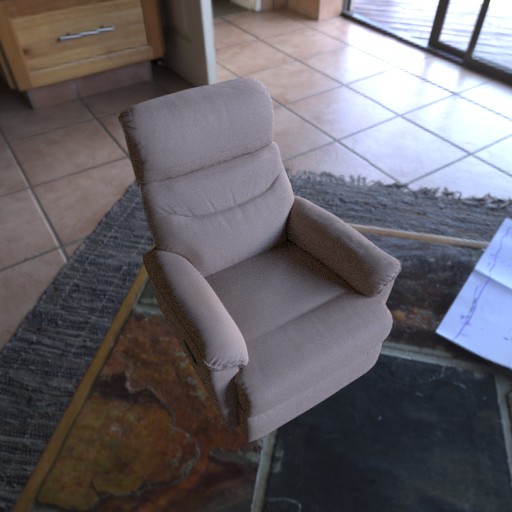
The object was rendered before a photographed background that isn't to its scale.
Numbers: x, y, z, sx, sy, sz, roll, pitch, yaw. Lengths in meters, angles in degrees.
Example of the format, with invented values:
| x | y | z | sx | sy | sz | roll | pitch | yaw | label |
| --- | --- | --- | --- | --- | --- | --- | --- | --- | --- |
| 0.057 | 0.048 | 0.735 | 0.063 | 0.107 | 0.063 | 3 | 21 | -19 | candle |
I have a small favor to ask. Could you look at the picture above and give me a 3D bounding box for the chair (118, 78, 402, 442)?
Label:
| x | y | z | sx | sy | sz | roll | pitch | yaw | label |
| --- | --- | --- | --- | --- | --- | --- | --- | --- | --- |
| 0.000 | 0.000 | 1.758 | 0.820 | 1.037 | 1.004 | -24 | 49 | -22 | chair |
